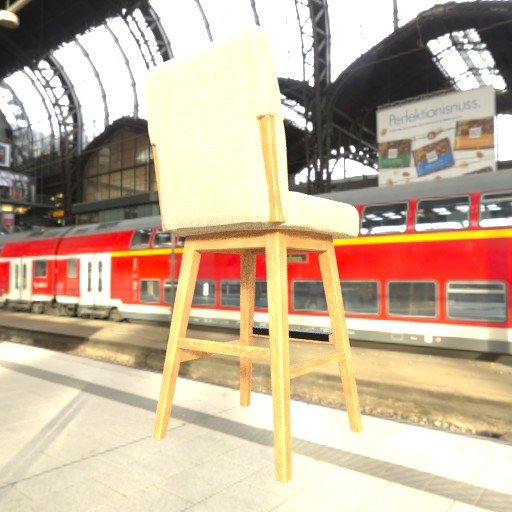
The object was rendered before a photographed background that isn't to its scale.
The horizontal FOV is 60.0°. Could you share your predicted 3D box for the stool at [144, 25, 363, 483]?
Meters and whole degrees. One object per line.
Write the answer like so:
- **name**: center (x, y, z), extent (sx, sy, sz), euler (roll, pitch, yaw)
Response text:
- **stool**: center (0.000, 0.000, 1.379), extent (0.483, 1.106, 0.569), euler (-2, -3, 37)
